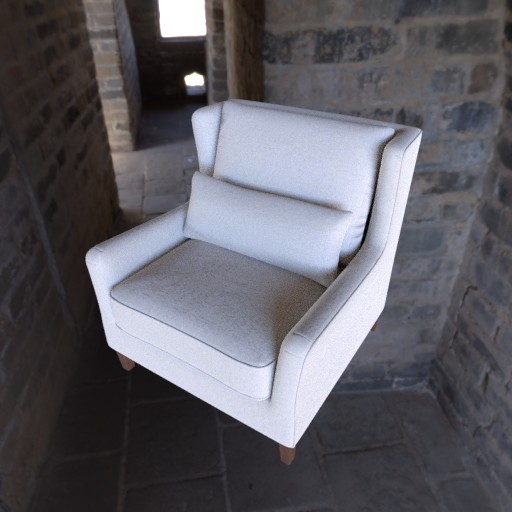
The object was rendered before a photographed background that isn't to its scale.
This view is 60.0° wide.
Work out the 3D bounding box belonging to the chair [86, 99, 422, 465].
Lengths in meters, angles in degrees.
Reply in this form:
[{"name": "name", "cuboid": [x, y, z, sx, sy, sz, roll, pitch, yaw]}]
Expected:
[{"name": "chair", "cuboid": [0.000, 0.000, 1.878, 0.982, 1.056, 1.040, 19, 37, 28]}]
